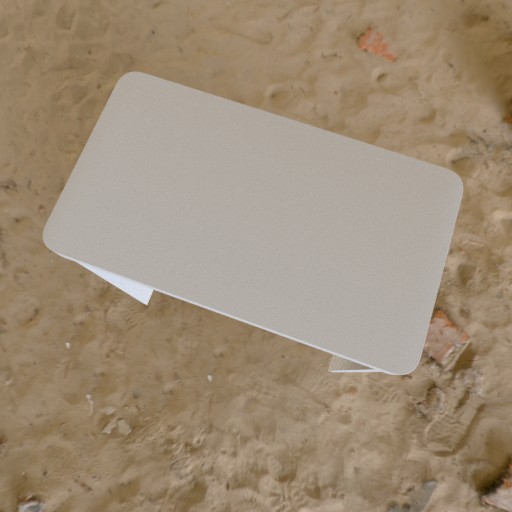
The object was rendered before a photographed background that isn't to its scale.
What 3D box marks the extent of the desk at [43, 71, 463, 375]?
[{"bbox_3d":[0.000,0.000,1.284,0.790,0.760,0.446,19,76,5],"label":"desk"}]
